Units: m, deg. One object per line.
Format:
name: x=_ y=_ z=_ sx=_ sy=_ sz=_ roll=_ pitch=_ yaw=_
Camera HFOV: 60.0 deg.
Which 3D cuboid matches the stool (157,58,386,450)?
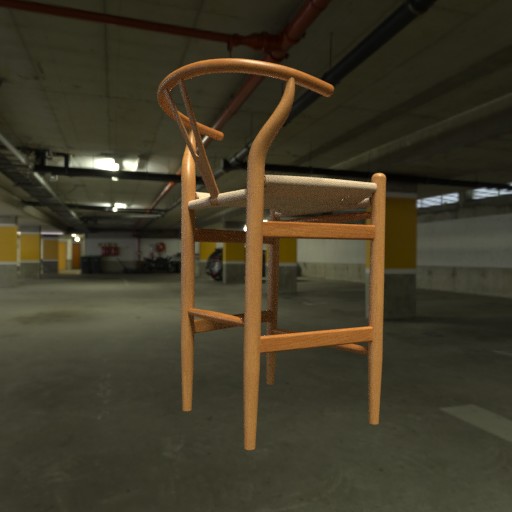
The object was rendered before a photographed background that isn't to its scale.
stool: x=0.000 y=0.000 z=1.343 sx=0.579 sy=0.970 sz=0.569 roll=0 pitch=0 yaw=-36
